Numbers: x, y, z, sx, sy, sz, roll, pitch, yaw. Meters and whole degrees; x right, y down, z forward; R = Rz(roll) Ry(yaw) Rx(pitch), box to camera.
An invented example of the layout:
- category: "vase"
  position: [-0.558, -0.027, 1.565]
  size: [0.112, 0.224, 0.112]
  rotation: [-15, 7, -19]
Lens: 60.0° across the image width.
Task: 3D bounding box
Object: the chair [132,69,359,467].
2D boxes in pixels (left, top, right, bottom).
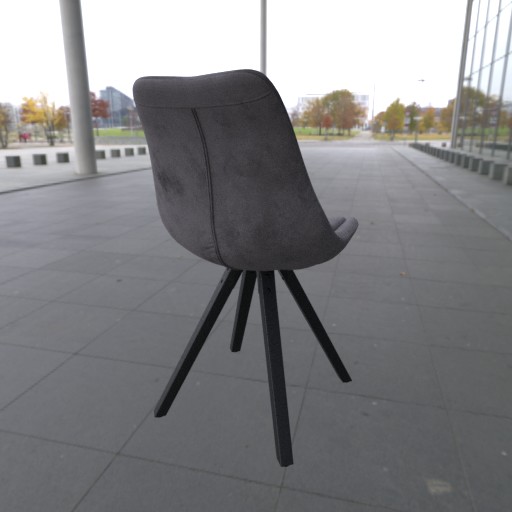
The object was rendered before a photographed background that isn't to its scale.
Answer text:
- category: "chair"
  position: [0.000, 0.000, 1.173]
  size: [0.485, 0.850, 0.550]
  rotation: [9, 18, 28]
